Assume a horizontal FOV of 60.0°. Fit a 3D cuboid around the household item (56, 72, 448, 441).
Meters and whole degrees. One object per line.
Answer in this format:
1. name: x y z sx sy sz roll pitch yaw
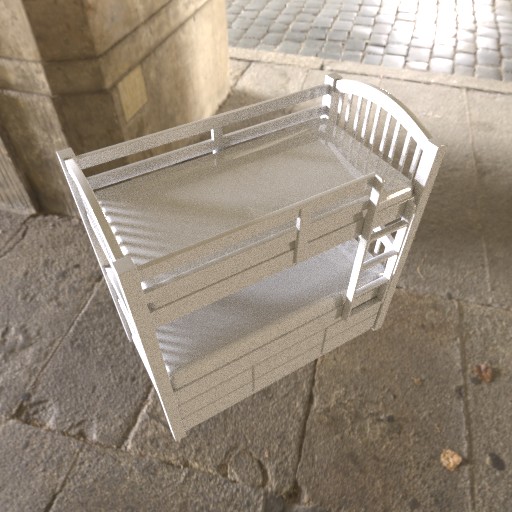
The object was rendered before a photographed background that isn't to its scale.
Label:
1. household item: 0.000 0.000 3.272 2.032 2.032 1.143 -23 51 -20
